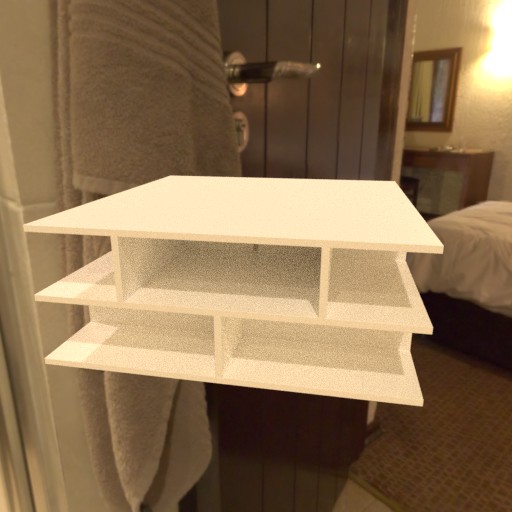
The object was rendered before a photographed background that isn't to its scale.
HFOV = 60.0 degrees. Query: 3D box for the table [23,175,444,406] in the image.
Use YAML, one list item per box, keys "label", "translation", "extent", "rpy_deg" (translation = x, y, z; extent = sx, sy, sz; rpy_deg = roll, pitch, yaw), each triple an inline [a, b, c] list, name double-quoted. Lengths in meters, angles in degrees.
- label: "table"
  translation: [0.000, 0.000, 1.087]
  extent: [0.700, 0.289, 0.700]
  rpy_deg: [3, 18, 10]
